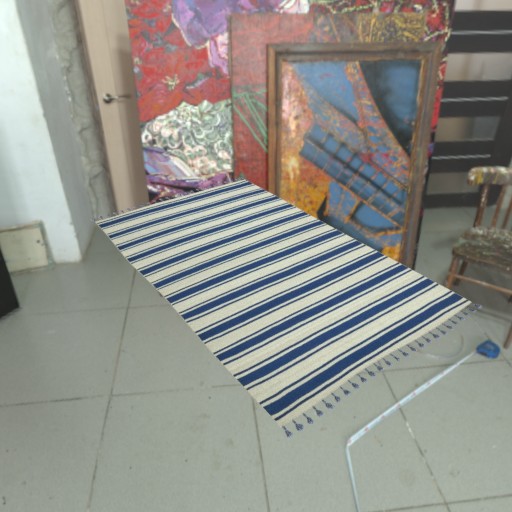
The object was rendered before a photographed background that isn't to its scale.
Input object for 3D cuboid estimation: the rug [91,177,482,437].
[{"bbox_3d":[0.000,0.000,2.589,1.248,0.009,2.108,-21,38,-30],"label":"rug"}]
